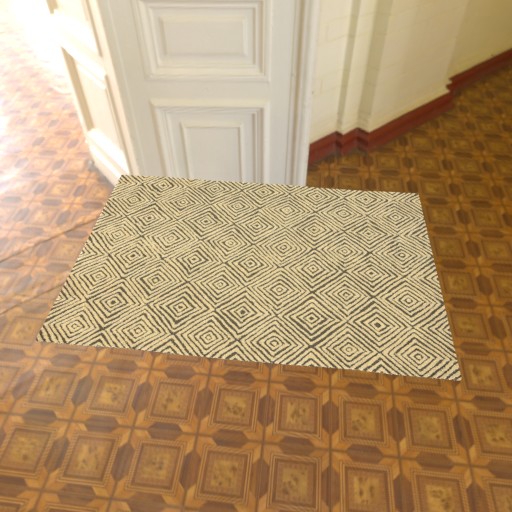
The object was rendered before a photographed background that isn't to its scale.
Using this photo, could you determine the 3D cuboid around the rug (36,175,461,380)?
[{"bbox_3d":[0.000,0.000,2.206,1.750,0.004,1.177,4,47,4],"label":"rug"}]
